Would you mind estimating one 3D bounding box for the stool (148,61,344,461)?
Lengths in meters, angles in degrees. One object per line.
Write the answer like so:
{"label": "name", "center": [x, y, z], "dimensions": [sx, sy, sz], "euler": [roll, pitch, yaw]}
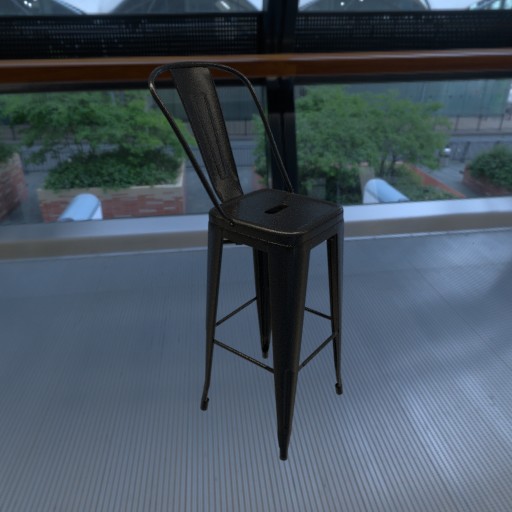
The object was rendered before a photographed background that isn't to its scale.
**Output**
{"label": "stool", "center": [0.000, 0.000, 1.376], "dimensions": [0.513, 1.096, 0.399], "euler": [19, 31, 34]}
